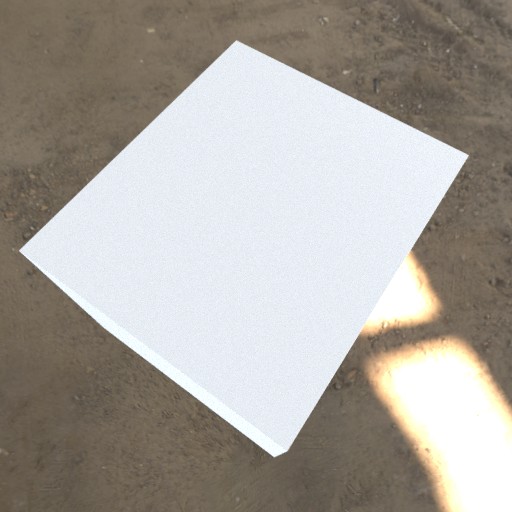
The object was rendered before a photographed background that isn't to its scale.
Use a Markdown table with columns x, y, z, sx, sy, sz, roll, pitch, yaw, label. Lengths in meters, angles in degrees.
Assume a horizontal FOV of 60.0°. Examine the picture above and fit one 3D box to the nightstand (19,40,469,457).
| x | y | z | sx | sy | sz | roll | pitch | yaw | label |
| --- | --- | --- | --- | --- | --- | --- | --- | --- | --- |
| 0.000 | 0.000 | 0.755 | 0.408 | 0.351 | 0.470 | 32 | 69 | 14 | nightstand |
